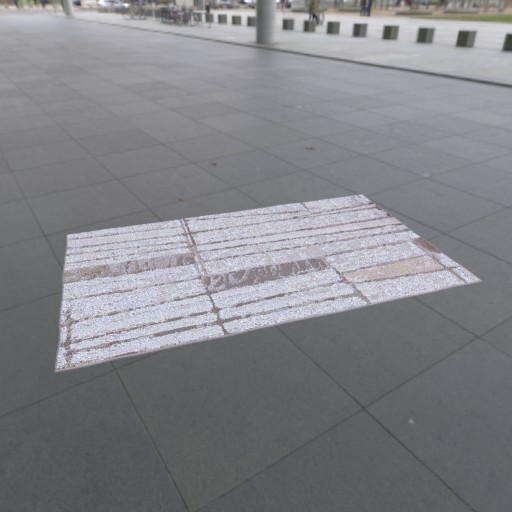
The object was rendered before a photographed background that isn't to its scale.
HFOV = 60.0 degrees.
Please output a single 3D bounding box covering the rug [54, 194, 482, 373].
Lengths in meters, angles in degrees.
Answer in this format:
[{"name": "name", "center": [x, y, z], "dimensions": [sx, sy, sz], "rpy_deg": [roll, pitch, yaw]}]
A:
[{"name": "rug", "center": [0.000, 0.000, 1.053], "dimensions": [0.867, 0.007, 0.515], "rpy_deg": [-9, 32, -16]}]
